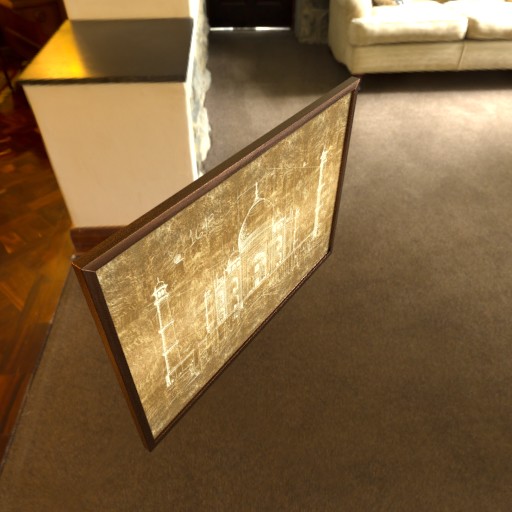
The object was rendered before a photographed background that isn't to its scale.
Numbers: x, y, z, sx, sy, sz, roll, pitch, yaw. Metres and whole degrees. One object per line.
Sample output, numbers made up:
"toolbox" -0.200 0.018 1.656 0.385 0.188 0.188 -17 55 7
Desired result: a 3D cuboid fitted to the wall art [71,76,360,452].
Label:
"wall art" 0.000 0.000 0.546 0.012 0.304 0.431 27 49 26
